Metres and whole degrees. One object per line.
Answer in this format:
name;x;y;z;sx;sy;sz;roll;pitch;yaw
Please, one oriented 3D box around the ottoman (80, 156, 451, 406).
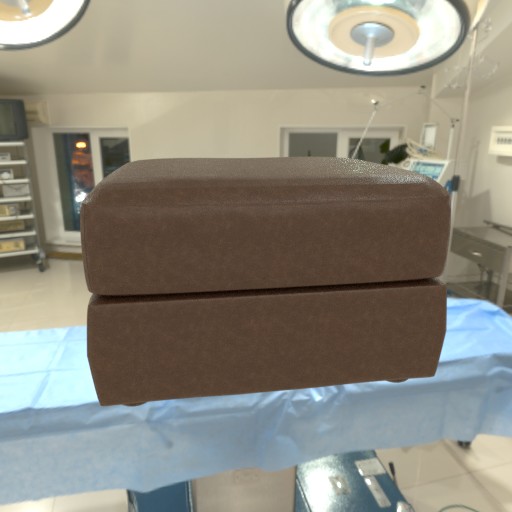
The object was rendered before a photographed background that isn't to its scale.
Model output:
ottoman;0.000;0.000;1.130;0.751;0.476;0.603;-2;17;-8
